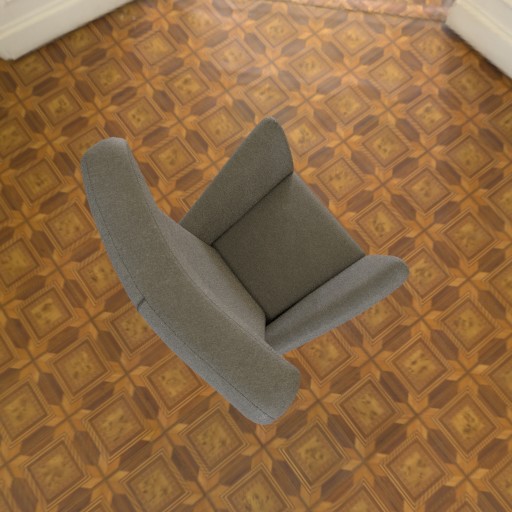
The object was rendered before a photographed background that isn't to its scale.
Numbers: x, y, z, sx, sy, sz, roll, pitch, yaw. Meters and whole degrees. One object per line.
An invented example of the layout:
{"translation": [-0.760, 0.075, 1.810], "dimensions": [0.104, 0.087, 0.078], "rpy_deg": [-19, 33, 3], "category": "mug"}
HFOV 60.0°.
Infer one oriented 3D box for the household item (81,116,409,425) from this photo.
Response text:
{"translation": [0.000, 0.000, 1.768], "dimensions": [0.900, 1.050, 0.980], "rpy_deg": [-37, 78, -9], "category": "household item"}
